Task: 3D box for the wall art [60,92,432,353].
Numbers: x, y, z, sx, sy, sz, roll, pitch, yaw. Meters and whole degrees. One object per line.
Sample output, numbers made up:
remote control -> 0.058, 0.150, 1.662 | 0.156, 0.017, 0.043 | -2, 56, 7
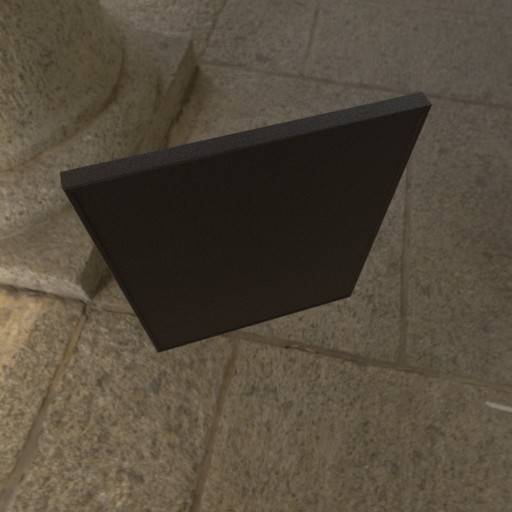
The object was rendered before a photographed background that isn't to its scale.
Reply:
wall art -> 0.000, 0.000, 0.760 | 0.451, 0.551, 0.028 | -15, 60, -9
